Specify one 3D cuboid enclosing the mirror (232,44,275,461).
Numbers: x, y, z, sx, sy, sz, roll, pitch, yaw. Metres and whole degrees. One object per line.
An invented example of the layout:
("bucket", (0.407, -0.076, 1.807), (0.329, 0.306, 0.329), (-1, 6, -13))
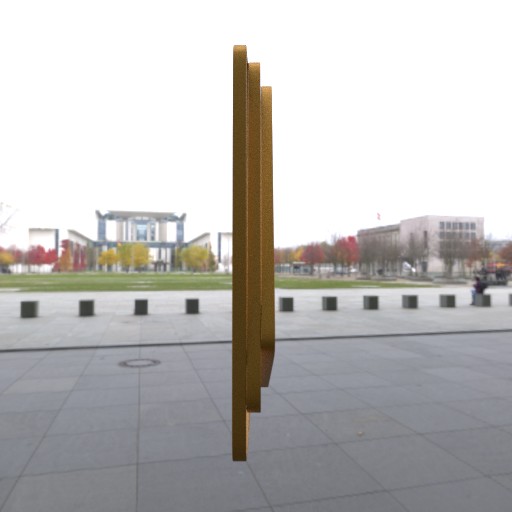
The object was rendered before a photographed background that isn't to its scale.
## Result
("mirror", (0.000, 0.000, 0.698), (0.045, 0.468, 0.470), (0, -2, 1))
